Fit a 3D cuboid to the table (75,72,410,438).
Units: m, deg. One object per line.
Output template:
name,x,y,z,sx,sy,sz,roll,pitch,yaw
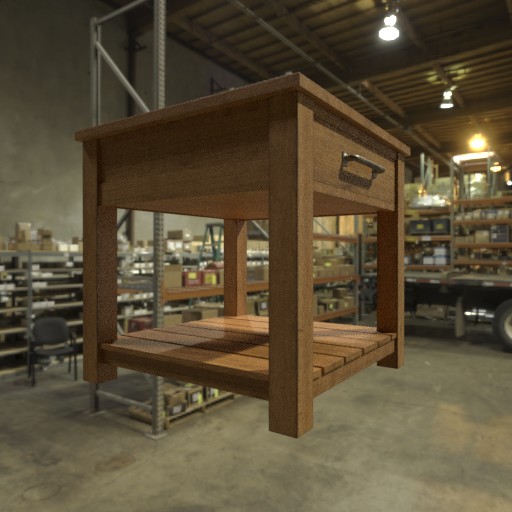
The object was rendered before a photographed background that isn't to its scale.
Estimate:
table,0.000,0.000,1.124,0.612,0.593,0.616,0,0,35
